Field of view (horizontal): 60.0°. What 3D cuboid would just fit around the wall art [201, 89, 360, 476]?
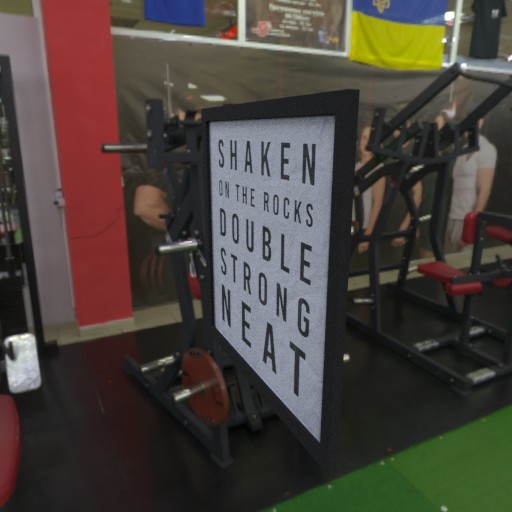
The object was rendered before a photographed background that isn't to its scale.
[{"bbox_3d":[0.000,0.000,0.697,0.013,0.458,0.456,-7,17,-24],"label":"wall art"}]
